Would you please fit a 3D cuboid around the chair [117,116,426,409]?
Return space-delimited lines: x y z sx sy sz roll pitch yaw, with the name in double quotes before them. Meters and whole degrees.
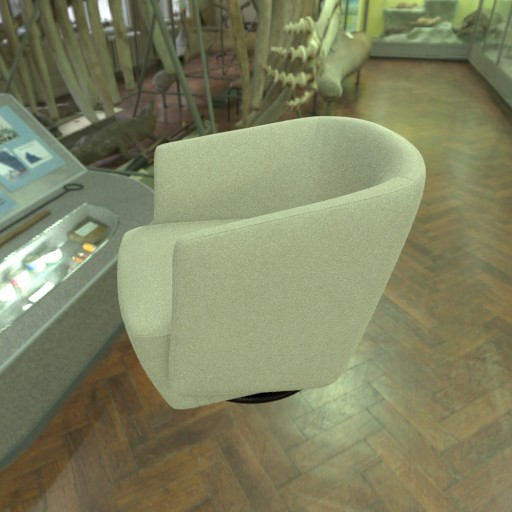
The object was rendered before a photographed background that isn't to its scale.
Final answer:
"chair" 0.000 0.000 1.633 0.986 0.861 0.822 -8 33 -12
